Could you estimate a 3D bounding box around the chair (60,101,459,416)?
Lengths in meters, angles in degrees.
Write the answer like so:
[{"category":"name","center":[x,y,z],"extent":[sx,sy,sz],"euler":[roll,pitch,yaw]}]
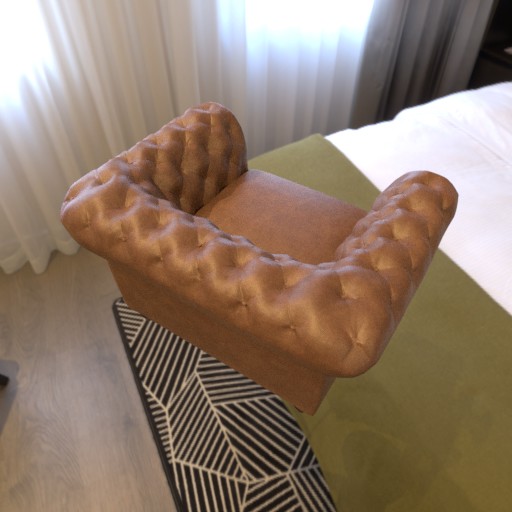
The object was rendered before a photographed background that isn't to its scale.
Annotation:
[{"category":"chair","center":[0.000,0.000,1.877],"extent":[1.298,0.784,0.954],"euler":[25,51,23]}]
